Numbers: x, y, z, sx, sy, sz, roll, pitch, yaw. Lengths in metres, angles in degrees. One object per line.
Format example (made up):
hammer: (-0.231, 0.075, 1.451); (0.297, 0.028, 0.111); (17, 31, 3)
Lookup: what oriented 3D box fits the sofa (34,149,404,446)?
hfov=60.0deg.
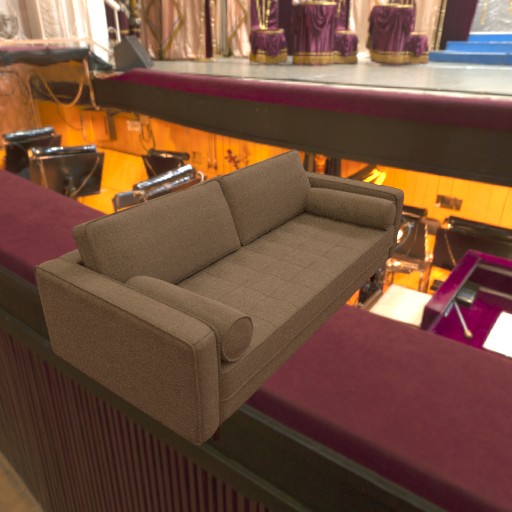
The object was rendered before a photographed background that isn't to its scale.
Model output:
sofa: (0.000, 0.000, 2.297); (0.914, 0.762, 1.879); (18, 31, 32)
